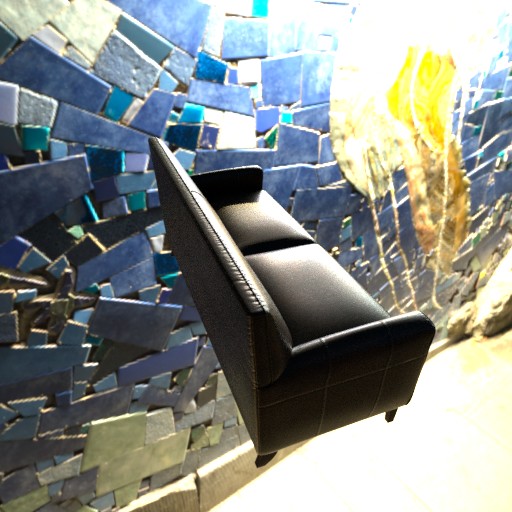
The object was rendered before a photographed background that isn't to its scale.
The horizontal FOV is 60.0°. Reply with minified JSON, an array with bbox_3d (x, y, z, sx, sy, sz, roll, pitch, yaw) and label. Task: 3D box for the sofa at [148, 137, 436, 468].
[{"bbox_3d":[0.000,0.000,2.450,0.786,0.871,1.995,-11,32,-17],"label":"sofa"}]
